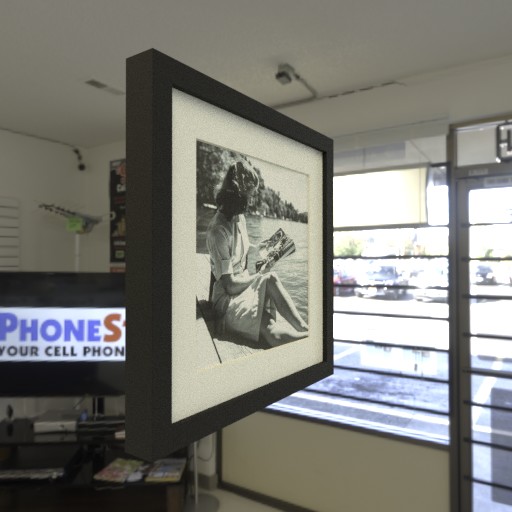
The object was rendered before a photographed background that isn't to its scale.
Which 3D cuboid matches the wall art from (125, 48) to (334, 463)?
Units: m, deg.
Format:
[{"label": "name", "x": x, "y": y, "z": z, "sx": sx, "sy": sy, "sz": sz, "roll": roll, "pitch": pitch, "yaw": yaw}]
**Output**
[{"label": "wall art", "x": 0.000, "y": 0.000, "z": 0.460, "sx": 0.030, "sy": 0.305, "sz": 0.308, "roll": 0, "pitch": -1, "yaw": 35}]
